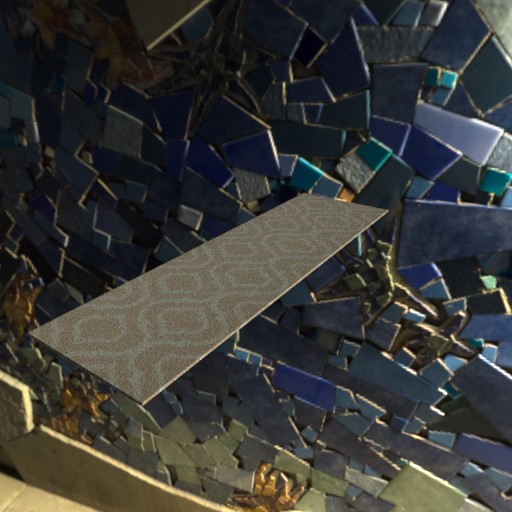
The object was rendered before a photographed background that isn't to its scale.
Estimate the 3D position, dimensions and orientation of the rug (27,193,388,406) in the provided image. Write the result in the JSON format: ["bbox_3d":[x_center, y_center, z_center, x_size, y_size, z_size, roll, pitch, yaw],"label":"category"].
[{"bbox_3d":[0.000,0.000,2.478,0.691,0.013,2.289,17,31,31],"label":"rug"}]
